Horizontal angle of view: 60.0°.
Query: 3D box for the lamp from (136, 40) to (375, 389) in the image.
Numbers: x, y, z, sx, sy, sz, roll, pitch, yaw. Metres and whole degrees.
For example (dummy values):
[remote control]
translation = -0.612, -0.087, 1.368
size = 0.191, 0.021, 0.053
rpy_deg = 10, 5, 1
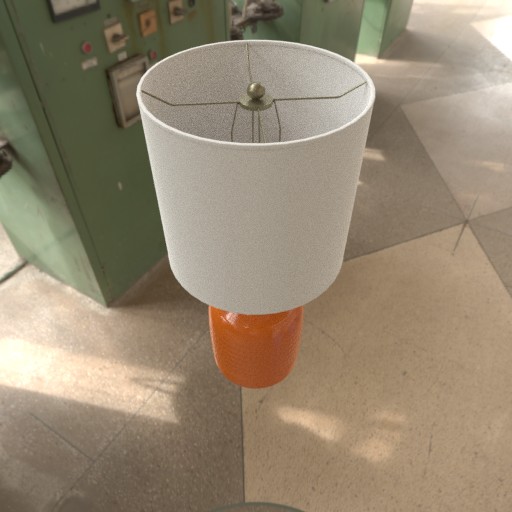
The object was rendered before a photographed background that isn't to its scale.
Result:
[lamp]
translation = 0.000, 0.000, 1.095
size = 0.418, 0.871, 0.418
rpy_deg = 25, 50, 23
